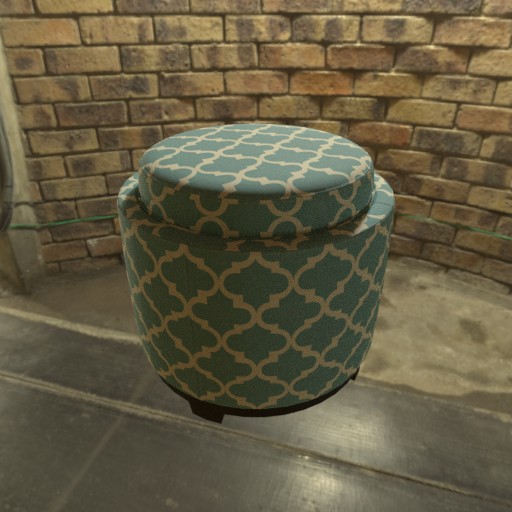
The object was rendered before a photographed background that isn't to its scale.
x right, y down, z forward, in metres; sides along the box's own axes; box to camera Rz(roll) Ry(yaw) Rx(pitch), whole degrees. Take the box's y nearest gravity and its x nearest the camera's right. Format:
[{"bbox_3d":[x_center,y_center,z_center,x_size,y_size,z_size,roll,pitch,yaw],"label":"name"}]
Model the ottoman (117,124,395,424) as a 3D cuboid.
[{"bbox_3d":[0.000,0.000,0.850,0.480,0.429,0.480,0,30,0],"label":"ottoman"}]
